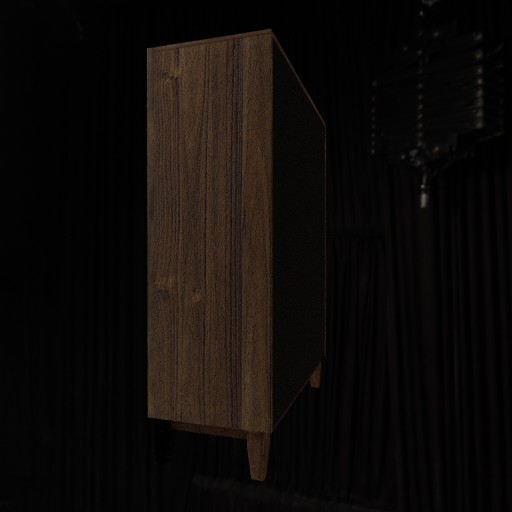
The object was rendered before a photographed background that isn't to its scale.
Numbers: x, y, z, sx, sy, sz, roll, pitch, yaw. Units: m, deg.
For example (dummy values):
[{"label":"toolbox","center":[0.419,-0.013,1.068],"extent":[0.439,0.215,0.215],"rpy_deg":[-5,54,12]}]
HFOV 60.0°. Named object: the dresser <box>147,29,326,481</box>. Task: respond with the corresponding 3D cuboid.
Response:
[{"label":"dresser","center":[0.000,0.000,1.927],"extent":[0.442,1.393,1.062],"rpy_deg":[0,0,18]}]
